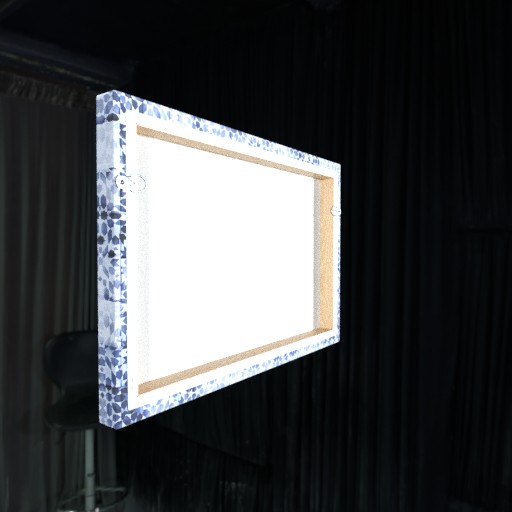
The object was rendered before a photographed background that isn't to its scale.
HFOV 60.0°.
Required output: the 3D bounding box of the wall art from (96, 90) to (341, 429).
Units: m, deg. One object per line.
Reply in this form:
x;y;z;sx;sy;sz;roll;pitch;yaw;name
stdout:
0.000;0.000;1.170;0.057;0.608;0.911;1;2;36;wall art
